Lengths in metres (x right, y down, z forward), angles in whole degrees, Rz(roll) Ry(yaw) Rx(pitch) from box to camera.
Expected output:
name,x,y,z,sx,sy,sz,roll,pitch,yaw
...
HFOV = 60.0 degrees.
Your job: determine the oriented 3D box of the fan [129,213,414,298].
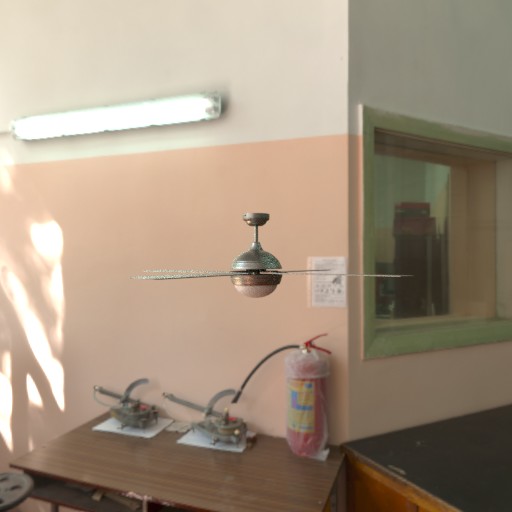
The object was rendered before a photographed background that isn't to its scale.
name,x,y,z,sx,sy,sz,roll,pitch,yaw
fan,0.000,0.000,2.023,1.321,0.381,1.321,0,-1,-36
